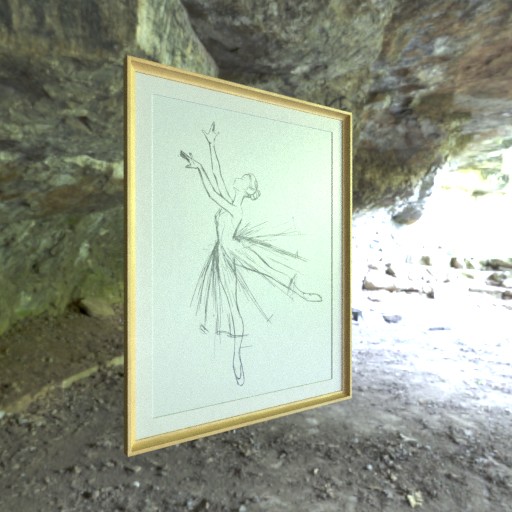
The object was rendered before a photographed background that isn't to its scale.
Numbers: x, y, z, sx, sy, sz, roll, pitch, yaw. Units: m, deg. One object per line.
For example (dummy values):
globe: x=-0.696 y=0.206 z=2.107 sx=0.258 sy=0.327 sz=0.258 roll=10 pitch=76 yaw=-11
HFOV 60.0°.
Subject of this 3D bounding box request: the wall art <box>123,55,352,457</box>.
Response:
wall art: x=0.000 y=0.000 z=1.343 sx=0.798 sy=1.002 sz=0.030 roll=0 pitch=0 yaw=-35
